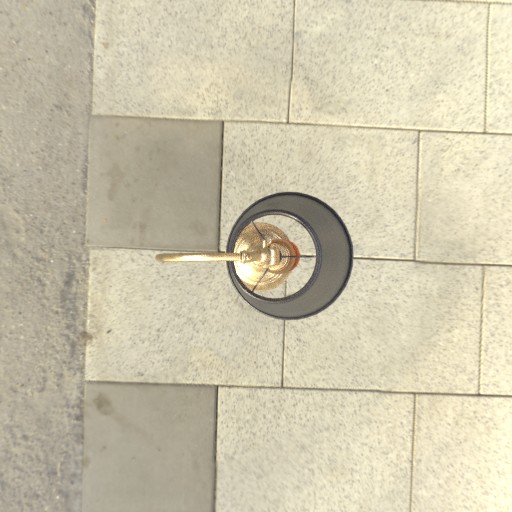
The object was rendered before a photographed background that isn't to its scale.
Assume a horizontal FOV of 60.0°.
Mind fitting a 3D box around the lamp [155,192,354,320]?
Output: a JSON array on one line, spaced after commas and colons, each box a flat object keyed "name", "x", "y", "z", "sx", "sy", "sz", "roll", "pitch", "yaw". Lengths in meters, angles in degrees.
[{"name": "lamp", "x": 0.000, "y": 0.000, "z": 0.827, "sx": 0.344, "sy": 0.675, "sz": 0.235, "roll": 0, "pitch": 90, "yaw": -1}]
